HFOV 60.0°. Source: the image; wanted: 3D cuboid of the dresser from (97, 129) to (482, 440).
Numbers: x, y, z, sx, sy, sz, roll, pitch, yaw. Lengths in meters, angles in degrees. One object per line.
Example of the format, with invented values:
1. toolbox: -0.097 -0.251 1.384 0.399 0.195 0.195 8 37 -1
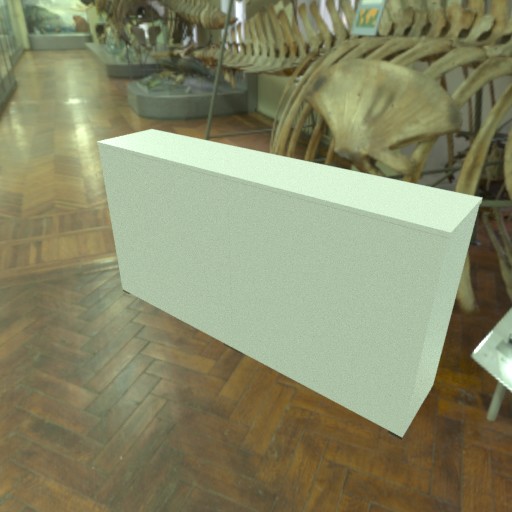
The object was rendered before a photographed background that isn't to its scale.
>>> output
1. dresser: 0.000 0.000 1.864 1.535 0.790 0.333 20 34 33
